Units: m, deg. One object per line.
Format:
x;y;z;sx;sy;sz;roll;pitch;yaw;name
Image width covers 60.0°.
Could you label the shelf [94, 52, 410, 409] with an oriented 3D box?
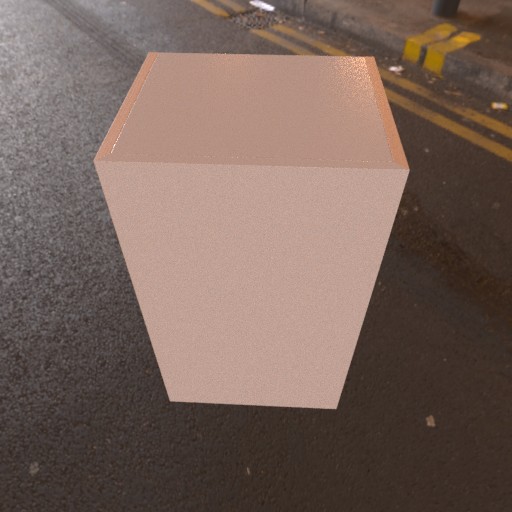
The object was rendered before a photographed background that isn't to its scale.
0.000;0.000;0.803;0.350;0.600;0.290;2;47;2;shelf
